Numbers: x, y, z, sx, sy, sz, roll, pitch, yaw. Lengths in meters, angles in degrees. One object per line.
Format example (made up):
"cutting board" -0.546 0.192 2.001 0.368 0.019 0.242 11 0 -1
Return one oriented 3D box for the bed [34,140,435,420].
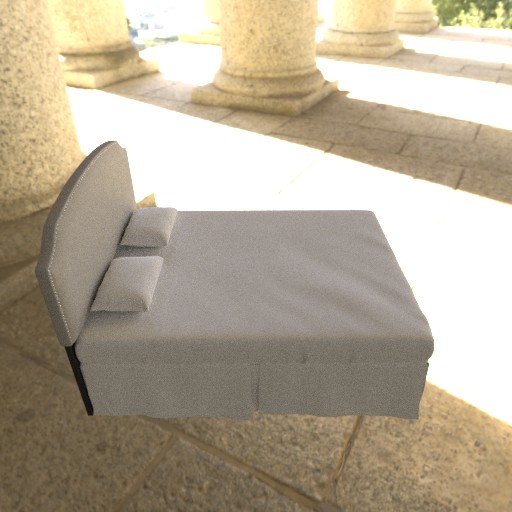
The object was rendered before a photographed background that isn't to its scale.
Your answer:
"bed" 0.000 0.000 2.857 1.999 1.270 1.558 0 34 0
